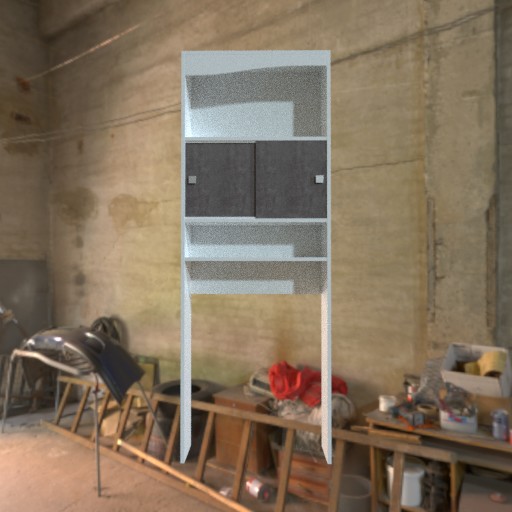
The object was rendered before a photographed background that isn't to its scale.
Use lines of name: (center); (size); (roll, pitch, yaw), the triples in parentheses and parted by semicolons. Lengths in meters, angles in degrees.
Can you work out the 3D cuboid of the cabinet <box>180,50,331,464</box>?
cabinet: (0.000, 0.000, 1.988); (0.643, 1.770, 0.192); (0, -1, 1)
